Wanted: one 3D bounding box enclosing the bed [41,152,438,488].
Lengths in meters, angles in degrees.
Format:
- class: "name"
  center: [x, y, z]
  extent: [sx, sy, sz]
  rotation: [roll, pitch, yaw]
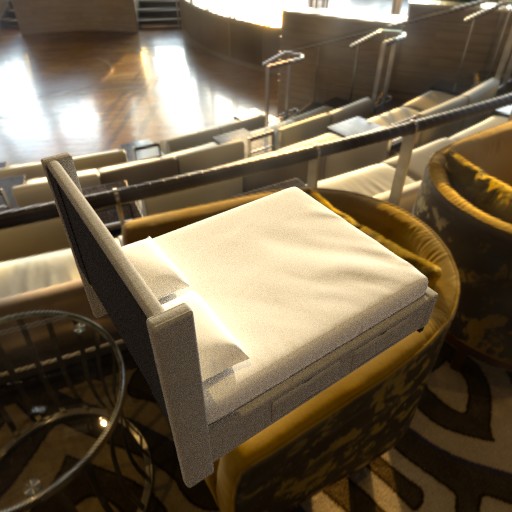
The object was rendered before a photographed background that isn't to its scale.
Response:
- class: "bed"
  center: [0.000, 0.000, 3.290]
  extent: [2.222, 1.491, 1.774]
  rotation: [-24, 45, -26]
